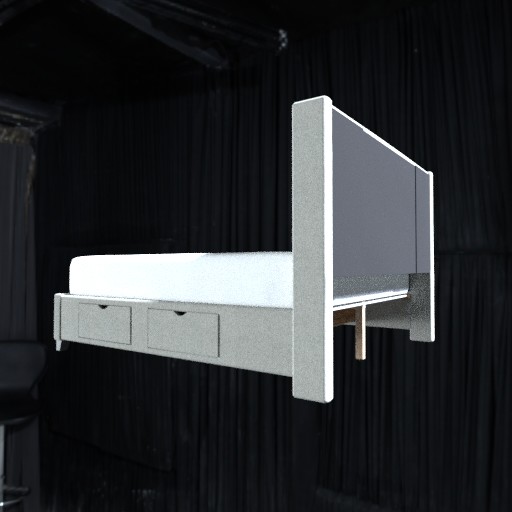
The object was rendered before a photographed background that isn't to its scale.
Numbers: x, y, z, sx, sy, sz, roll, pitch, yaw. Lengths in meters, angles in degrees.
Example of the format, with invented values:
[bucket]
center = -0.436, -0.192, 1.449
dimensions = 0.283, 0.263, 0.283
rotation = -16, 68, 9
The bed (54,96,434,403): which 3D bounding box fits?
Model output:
[bed]
center = 0.000, 0.000, 3.610
dimensions = 2.280, 1.470, 2.140
rotation = -1, -2, 35
